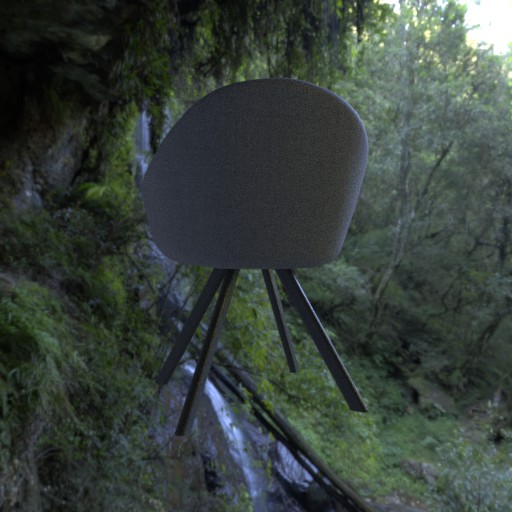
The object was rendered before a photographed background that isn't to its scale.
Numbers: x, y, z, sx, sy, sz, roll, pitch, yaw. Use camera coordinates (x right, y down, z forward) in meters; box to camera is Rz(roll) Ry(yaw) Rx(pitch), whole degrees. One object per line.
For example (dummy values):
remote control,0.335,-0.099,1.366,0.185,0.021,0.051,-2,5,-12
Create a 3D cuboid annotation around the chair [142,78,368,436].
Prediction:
chair,0.000,0.000,1.224,0.590,0.795,0.550,0,0,-19
